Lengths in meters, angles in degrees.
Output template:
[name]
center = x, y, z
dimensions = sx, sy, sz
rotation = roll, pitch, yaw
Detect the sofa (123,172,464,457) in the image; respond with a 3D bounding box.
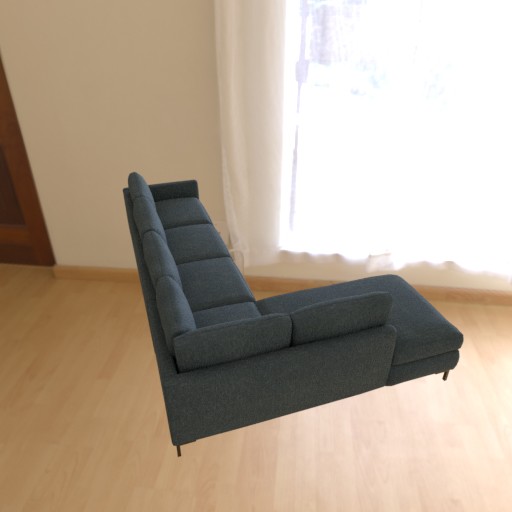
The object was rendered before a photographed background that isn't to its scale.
[sofa]
center = 0.000, 0.000, 3.879
dimensions = 2.007, 0.815, 2.949
rotation = -10, 33, -16
